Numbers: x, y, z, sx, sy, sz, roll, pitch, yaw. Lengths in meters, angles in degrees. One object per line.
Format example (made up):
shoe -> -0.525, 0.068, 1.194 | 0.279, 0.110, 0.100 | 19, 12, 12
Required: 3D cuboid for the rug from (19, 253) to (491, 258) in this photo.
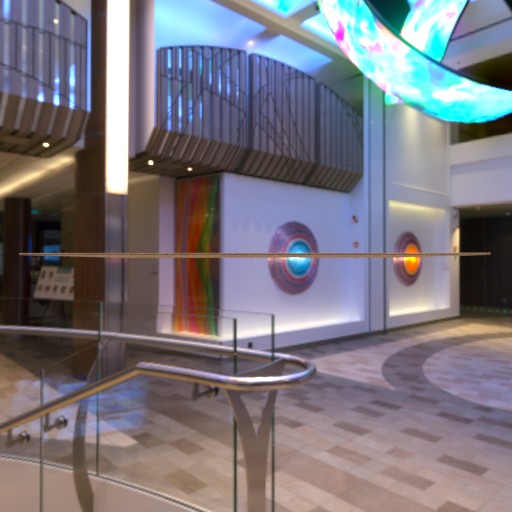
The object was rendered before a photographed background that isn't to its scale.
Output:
rug -> 0.000, 0.000, 2.324 | 1.827, 0.006, 1.221 | 0, -1, 2
